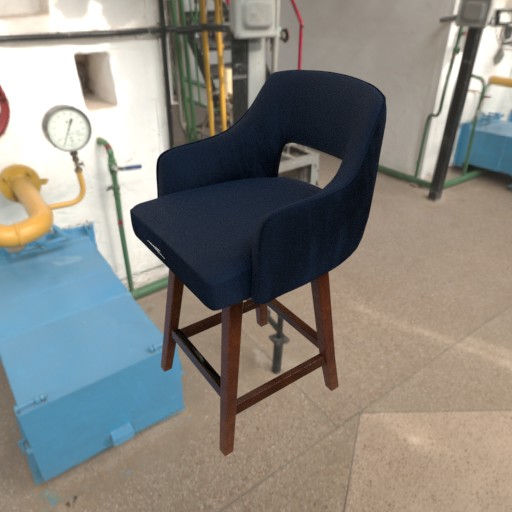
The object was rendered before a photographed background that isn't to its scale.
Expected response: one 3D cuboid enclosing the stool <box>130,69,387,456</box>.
[{"bbox_3d":[0.000,0.000,1.279,0.560,0.940,0.550,-20,37,-30],"label":"stool"}]
